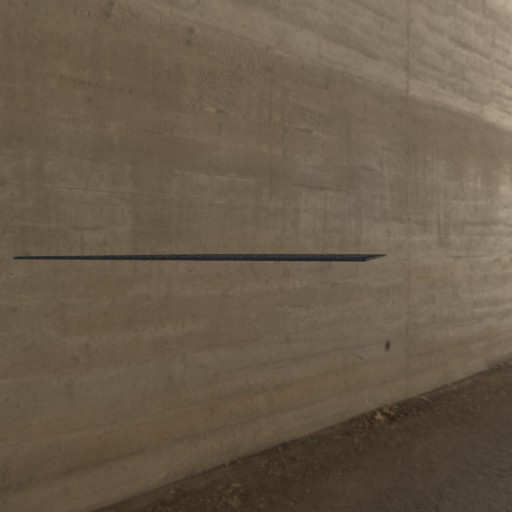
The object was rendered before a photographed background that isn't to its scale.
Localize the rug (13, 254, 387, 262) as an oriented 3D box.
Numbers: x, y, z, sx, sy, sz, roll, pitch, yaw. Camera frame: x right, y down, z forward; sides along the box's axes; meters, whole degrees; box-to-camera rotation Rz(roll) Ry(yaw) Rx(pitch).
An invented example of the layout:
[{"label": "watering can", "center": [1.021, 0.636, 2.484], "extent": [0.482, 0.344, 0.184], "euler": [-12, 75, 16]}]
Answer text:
[{"label": "rug", "center": [0.000, 0.000, 2.246], "extent": [1.219, 0.010, 1.829], "euler": [0, 1, 18]}]
